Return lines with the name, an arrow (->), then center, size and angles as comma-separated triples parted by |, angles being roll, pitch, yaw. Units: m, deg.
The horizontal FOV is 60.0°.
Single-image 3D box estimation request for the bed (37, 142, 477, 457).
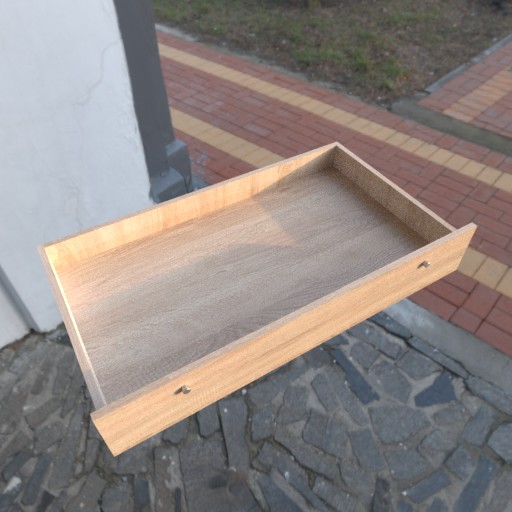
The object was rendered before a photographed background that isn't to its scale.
bed -> 0.000, 0.000, 1.424 | 1.200, 0.209, 0.685 | -23, 50, -21
